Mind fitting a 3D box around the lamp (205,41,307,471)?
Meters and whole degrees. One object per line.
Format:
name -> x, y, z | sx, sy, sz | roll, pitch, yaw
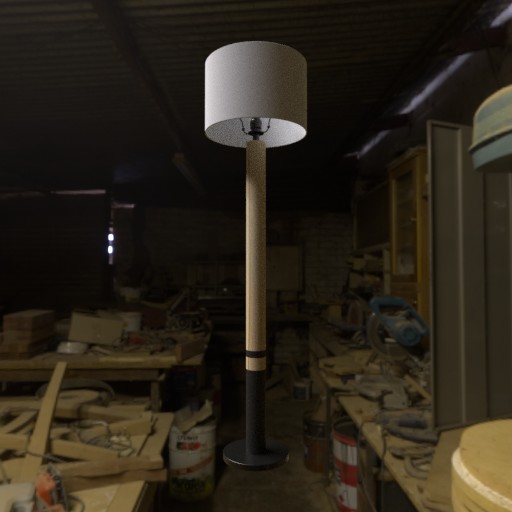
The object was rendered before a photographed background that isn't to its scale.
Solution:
lamp -> 0.000, 0.000, 1.656 | 0.381, 1.478, 0.381 | 0, -2, -1
